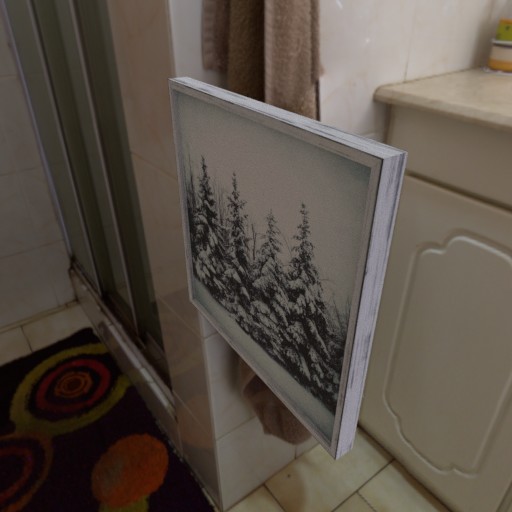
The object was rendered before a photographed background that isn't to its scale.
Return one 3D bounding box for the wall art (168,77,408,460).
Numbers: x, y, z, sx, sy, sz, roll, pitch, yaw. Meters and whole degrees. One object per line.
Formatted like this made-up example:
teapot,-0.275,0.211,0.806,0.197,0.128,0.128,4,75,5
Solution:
wall art,0.000,0.000,0.766,0.038,0.506,0.506,-20,37,-29
